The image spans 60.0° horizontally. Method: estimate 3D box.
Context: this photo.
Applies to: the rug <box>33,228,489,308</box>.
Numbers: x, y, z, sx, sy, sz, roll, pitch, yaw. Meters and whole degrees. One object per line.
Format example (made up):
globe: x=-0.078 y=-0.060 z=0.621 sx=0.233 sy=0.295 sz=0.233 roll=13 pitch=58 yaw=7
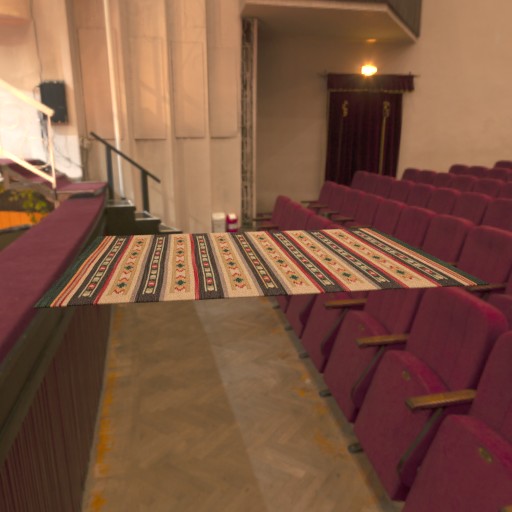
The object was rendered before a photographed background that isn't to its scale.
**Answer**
rug: x=0.000 y=0.000 z=2.323 sx=1.825 sy=0.009 sz=1.221 roll=-2 pitch=15 yaw=-8
